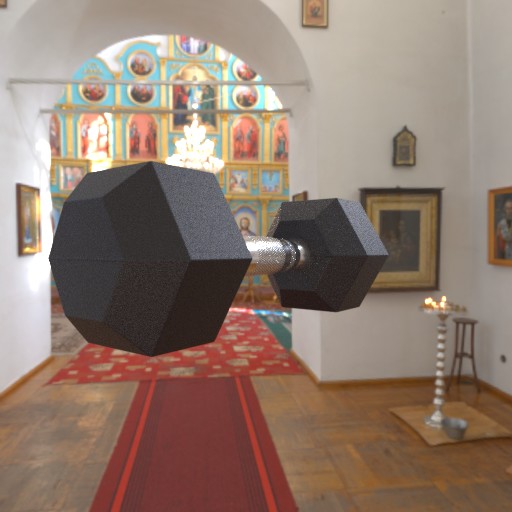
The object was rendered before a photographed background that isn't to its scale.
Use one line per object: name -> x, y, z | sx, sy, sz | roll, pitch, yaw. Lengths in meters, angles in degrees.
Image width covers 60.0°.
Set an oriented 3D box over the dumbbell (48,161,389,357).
dumbbell -> 0.000, 0.000, 0.419 | 0.141, 0.123, 0.356 | 1, 1, 38
